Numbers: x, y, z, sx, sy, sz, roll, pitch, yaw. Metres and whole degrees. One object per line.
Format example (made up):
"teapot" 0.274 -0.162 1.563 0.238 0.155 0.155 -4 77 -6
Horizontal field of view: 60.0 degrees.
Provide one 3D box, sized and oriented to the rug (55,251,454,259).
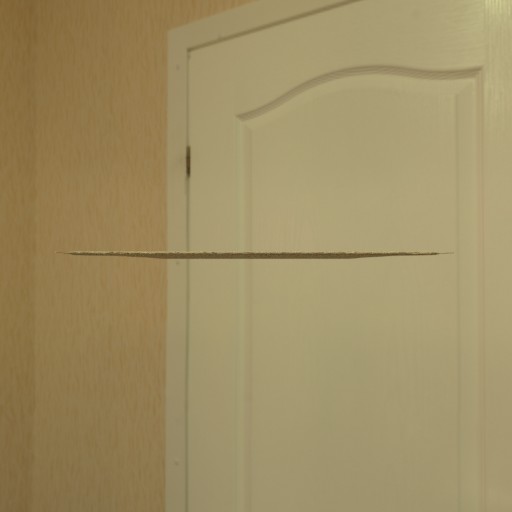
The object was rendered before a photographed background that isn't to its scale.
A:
"rug" 0.000 0.000 4.232 2.388 0.030 3.213 0 -1 1
